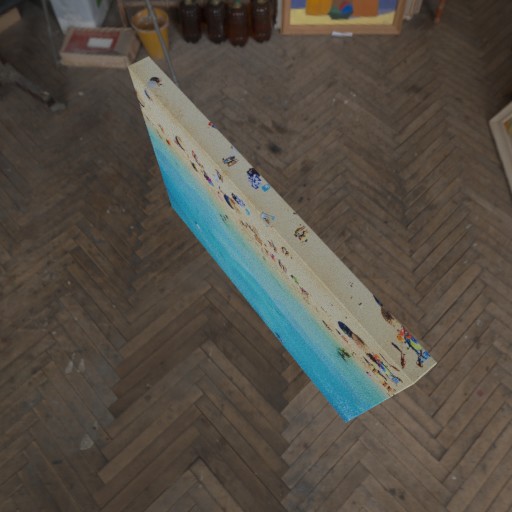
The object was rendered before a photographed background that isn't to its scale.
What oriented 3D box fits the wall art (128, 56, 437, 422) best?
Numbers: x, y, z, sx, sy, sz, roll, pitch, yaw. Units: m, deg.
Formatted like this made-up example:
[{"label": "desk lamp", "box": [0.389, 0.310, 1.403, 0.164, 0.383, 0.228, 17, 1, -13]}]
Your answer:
[{"label": "wall art", "box": [0.000, 0.000, 0.772, 0.039, 0.406, 0.609, -34, 69, -16]}]
